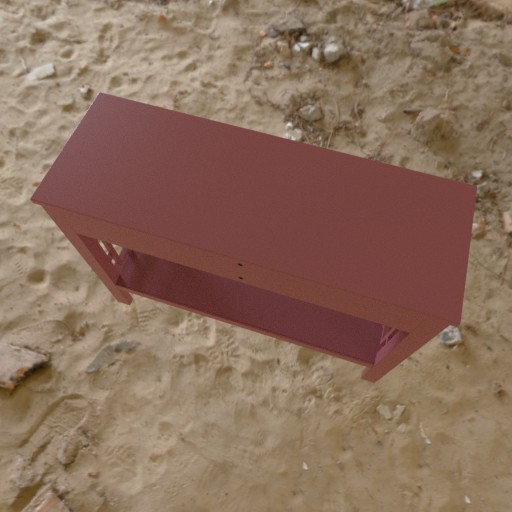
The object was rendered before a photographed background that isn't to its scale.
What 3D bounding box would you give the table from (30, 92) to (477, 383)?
[{"bbox_3d":[0.000,0.000,1.463,1.068,0.753,0.397,16,65,8],"label":"table"}]
